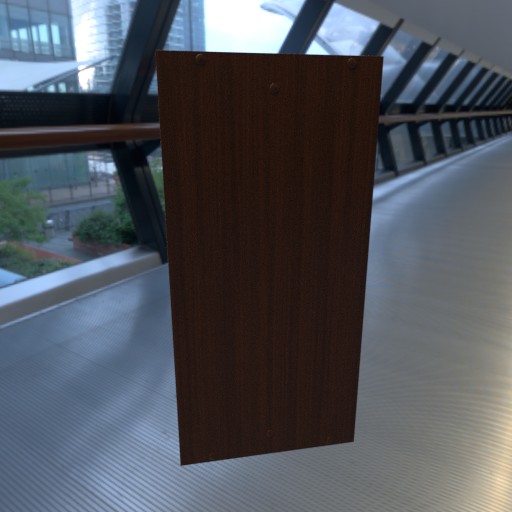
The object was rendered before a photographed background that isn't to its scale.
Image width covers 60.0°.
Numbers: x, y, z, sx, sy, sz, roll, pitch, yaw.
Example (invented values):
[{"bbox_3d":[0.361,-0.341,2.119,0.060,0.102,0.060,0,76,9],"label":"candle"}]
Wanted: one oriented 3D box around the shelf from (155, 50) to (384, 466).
[{"bbox_3d":[0.000,0.000,0.754,0.290,0.600,0.253,-3,17,-10],"label":"shelf"}]
